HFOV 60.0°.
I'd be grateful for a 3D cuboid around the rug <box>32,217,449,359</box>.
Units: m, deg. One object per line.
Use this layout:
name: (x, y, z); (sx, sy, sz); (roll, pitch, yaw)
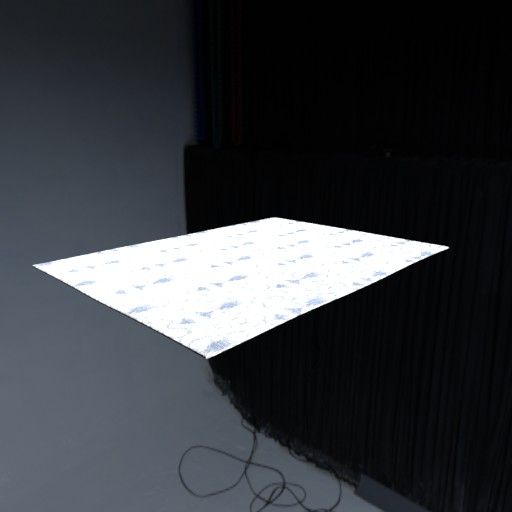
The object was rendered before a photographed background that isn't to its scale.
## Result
rug: (0.000, 0.000, 2.954); (1.676, 0.013, 2.261); (14, 21, 42)
